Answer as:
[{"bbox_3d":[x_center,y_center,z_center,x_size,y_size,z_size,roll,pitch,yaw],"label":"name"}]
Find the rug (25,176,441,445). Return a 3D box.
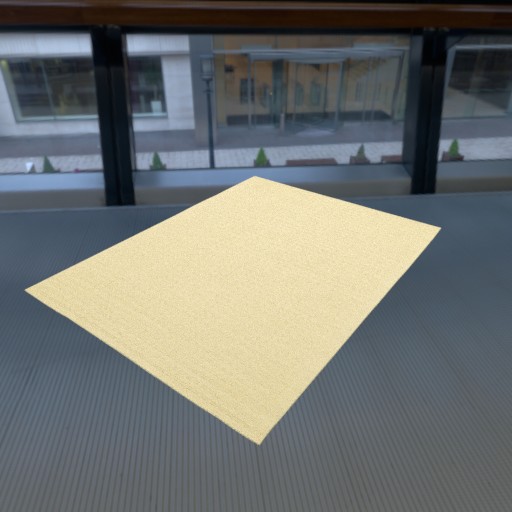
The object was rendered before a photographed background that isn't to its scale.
[{"bbox_3d":[0.000,0.000,4.173,2.452,0.016,3.204,22,38,31],"label":"rug"}]
